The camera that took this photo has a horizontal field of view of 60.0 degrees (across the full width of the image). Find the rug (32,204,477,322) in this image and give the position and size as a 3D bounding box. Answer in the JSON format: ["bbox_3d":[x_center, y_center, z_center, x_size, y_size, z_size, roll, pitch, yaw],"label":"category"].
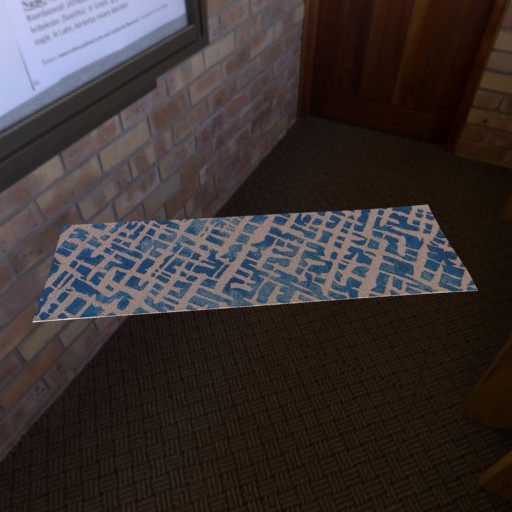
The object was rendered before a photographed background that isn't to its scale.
[{"bbox_3d":[0.000,0.000,2.690,2.446,0.011,0.768,-4,46,-4],"label":"rug"}]
